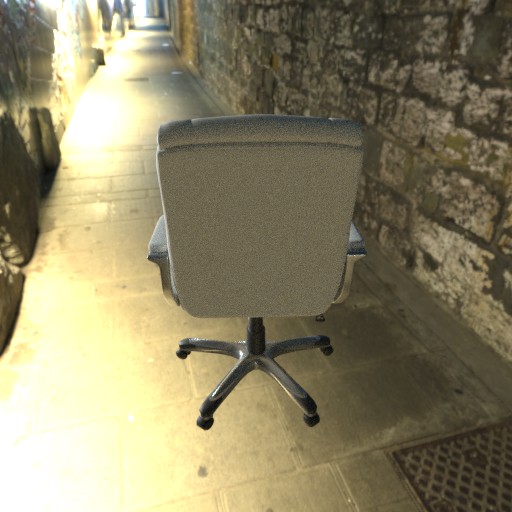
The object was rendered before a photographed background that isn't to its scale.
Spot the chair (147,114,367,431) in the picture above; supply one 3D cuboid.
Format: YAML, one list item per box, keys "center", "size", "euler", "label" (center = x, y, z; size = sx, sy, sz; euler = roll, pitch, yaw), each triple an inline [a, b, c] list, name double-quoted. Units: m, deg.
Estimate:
- center: [0.000, 0.000, 1.575]
  size: [0.687, 1.120, 0.738]
  euler: [-1, 29, -2]
  label: "chair"
